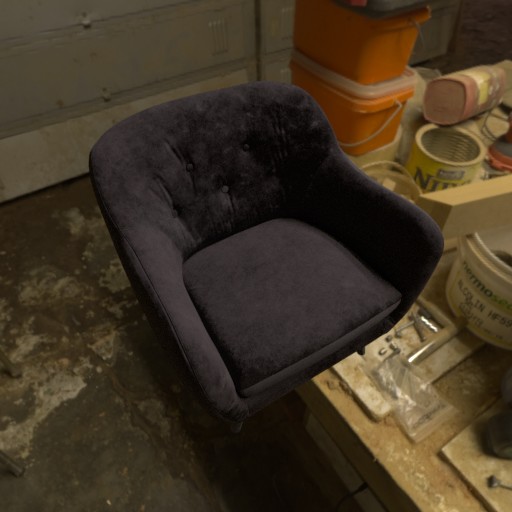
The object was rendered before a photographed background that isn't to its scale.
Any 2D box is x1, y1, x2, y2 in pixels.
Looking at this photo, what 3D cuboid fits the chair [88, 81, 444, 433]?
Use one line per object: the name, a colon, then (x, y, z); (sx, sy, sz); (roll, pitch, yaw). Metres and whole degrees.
chair: (0.000, 0.000, 1.466); (0.840, 0.807, 0.819); (-24, 51, -21)
